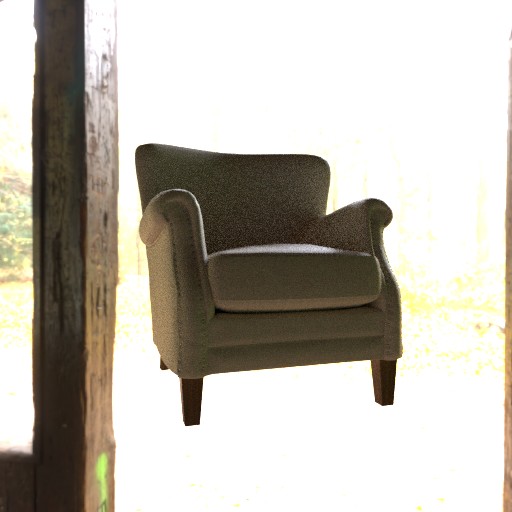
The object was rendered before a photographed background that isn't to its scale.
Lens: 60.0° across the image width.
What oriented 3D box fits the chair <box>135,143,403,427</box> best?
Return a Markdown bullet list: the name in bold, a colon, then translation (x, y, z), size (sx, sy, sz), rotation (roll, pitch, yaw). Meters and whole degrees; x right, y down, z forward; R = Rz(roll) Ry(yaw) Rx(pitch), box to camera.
- **chair**: translation (0.000, 0.000, 1.672), size (0.861, 0.936, 0.921), rotation (0, 1, -18)
